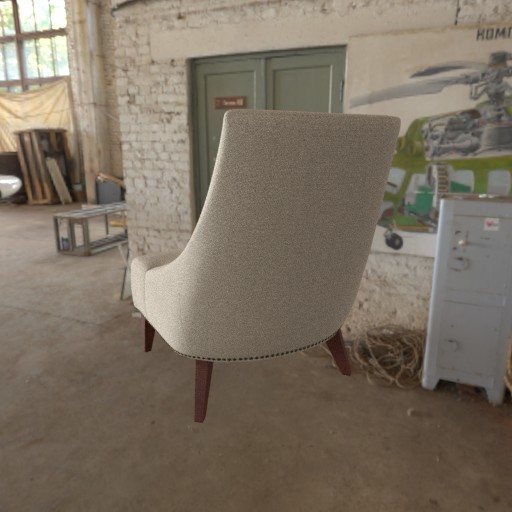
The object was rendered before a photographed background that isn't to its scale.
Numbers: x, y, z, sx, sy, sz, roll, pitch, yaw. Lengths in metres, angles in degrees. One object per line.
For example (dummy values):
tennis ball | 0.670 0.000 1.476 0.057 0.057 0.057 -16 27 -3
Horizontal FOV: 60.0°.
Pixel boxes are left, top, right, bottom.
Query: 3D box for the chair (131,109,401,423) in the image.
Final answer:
chair | 0.000 0.000 1.541 0.701 0.909 0.861 -8 16 -28
